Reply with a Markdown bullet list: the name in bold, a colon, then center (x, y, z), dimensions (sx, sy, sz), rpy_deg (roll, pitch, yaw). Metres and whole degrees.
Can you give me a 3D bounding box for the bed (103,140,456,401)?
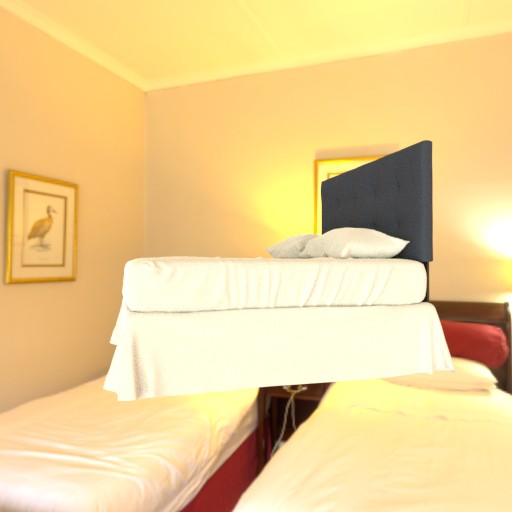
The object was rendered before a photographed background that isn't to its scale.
- **bed**: center (0.000, 0.000, 3.493), dimensions (2.222, 1.577, 1.936), rpy_deg (0, -1, -17)
